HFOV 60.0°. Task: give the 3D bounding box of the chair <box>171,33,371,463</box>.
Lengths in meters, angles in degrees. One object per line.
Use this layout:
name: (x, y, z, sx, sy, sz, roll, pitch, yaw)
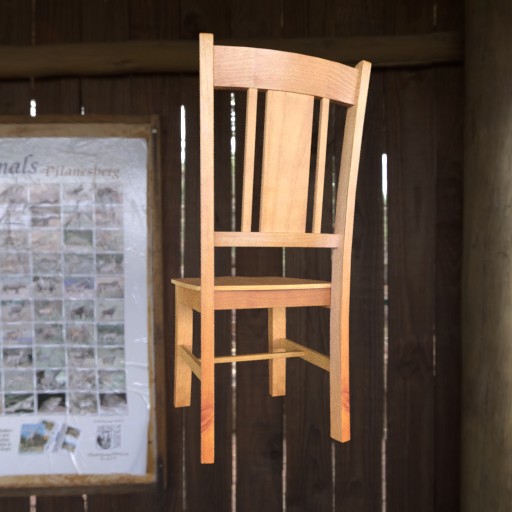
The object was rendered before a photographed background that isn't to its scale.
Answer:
chair: (0.000, 0.000, 1.305, 0.450, 0.998, 0.556, 0, 0, -20)
